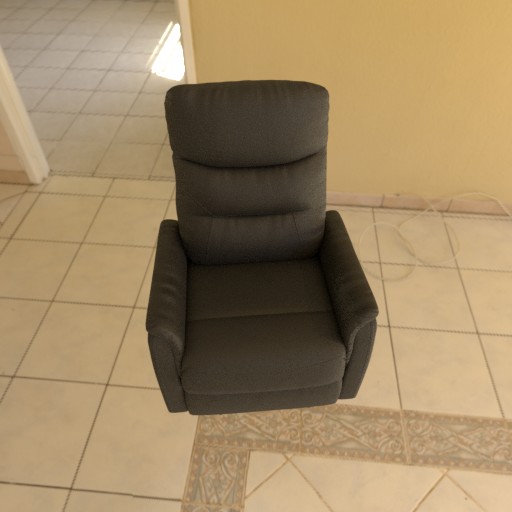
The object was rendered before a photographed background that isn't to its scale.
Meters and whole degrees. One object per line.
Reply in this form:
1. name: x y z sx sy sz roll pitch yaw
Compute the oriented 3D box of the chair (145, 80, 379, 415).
1. chair: 0.000 0.000 1.663 0.775 1.082 0.831 -3 47 -3
